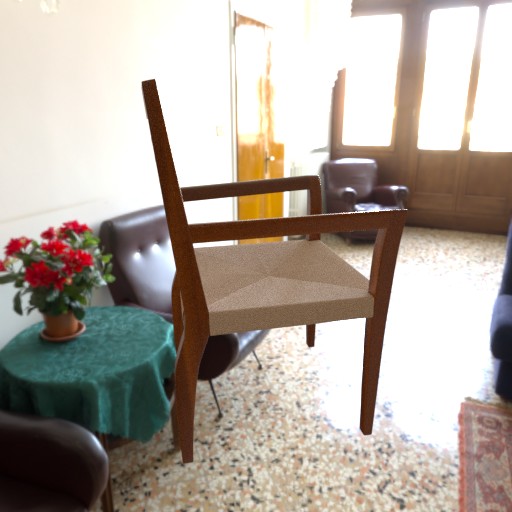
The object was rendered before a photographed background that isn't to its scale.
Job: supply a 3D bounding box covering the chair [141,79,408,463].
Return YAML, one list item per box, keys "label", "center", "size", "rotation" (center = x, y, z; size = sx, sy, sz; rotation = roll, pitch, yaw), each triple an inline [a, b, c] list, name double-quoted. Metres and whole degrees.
- label: "chair"
  center: [0.000, 0.000, 1.212]
  size: [0.540, 0.855, 0.587]
  rotation: [-3, 18, -11]
